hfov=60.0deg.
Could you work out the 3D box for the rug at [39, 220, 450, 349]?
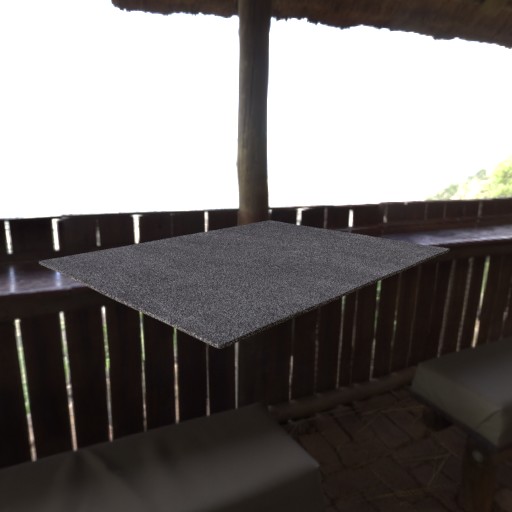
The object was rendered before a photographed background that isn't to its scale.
[{"bbox_3d":[0.000,0.000,4.113,2.401,0.025,3.000,13,19,43],"label":"rug"}]
